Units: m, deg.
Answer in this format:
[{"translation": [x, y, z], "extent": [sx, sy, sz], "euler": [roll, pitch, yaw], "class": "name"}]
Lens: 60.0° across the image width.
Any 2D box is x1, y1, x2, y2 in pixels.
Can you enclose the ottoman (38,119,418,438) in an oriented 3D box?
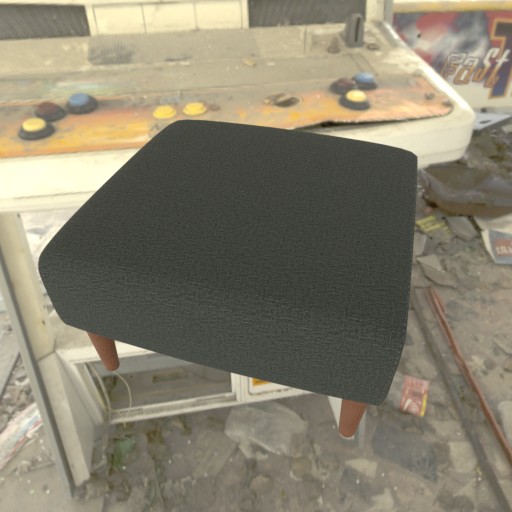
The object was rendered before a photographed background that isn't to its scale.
[{"translation": [0.000, 0.000, 1.040], "extent": [0.650, 0.398, 0.649], "euler": [11, 43, 13], "class": "ottoman"}]
